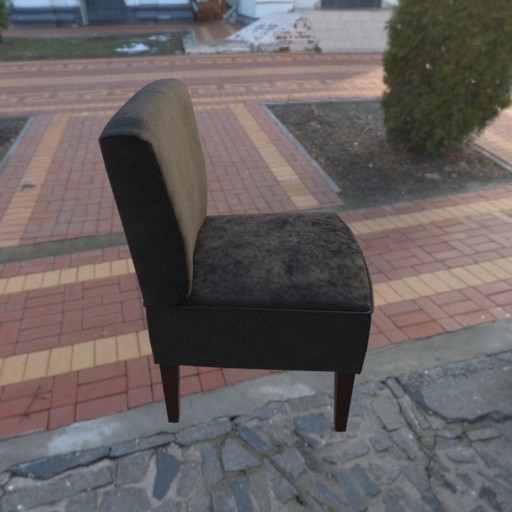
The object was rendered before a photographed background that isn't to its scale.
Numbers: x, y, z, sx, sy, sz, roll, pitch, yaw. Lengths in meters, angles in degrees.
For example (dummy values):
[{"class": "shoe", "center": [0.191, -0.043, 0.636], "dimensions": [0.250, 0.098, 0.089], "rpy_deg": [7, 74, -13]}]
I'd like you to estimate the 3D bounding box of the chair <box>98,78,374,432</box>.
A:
[{"class": "chair", "center": [0.000, 0.000, 1.153], "dimensions": [0.554, 0.806, 0.521], "rpy_deg": [0, 31, 0]}]
